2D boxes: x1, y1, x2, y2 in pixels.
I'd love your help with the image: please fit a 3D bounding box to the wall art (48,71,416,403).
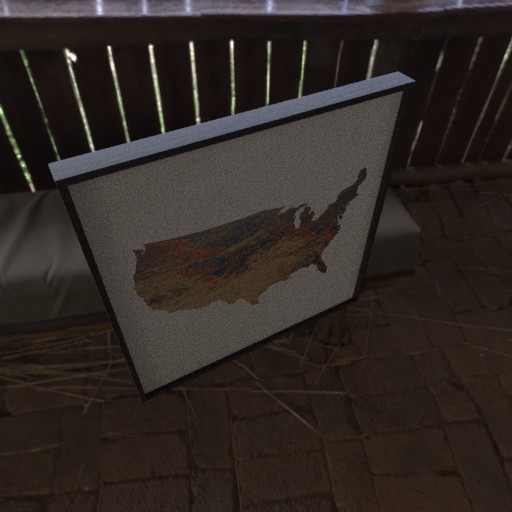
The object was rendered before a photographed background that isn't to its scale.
[{"bbox_3d":[0.000,0.000,0.748,0.507,0.507,0.038,-21,49,-20],"label":"wall art"}]
